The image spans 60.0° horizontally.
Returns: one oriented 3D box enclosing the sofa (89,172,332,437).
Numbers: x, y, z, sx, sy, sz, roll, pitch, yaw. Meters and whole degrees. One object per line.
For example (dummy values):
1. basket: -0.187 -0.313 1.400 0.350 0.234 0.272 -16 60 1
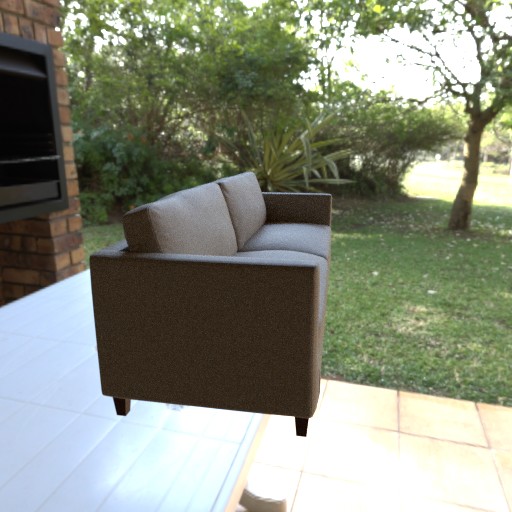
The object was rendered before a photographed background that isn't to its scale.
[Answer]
1. sofa: 0.000 0.000 2.889 0.951 0.965 2.434 3 15 10
